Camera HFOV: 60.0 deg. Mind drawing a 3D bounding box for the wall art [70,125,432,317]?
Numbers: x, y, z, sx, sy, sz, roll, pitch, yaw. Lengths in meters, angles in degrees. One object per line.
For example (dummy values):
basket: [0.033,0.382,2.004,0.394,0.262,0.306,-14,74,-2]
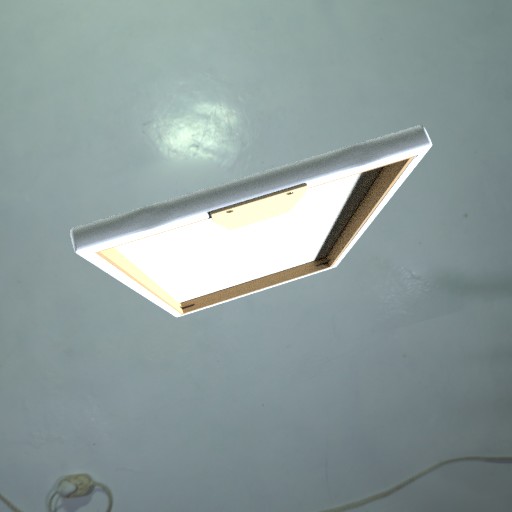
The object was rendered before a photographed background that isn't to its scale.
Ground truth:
wall art: [0.000,0.000,1.148,0.602,0.902,0.048,-17,76,-4]
